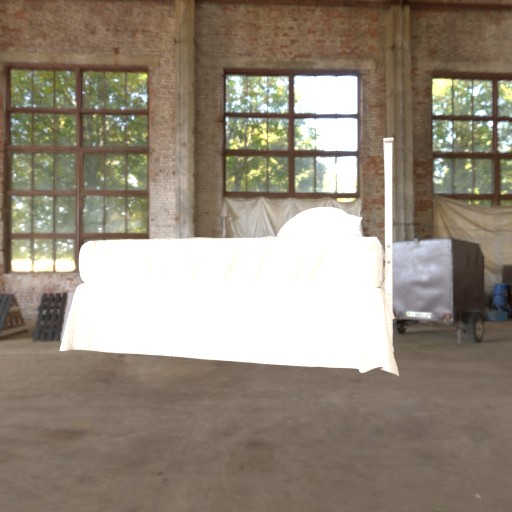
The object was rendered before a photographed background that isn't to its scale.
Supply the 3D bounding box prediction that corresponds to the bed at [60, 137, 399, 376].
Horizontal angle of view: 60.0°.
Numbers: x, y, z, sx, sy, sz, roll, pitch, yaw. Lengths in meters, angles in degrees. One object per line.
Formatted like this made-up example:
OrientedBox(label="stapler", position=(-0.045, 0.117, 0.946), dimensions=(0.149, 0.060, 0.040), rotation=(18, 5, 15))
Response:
OrientedBox(label="bed", position=(0.000, 0.000, 3.649), dimensions=(2.215, 1.273, 2.317), rotation=(0, -1, 17))
